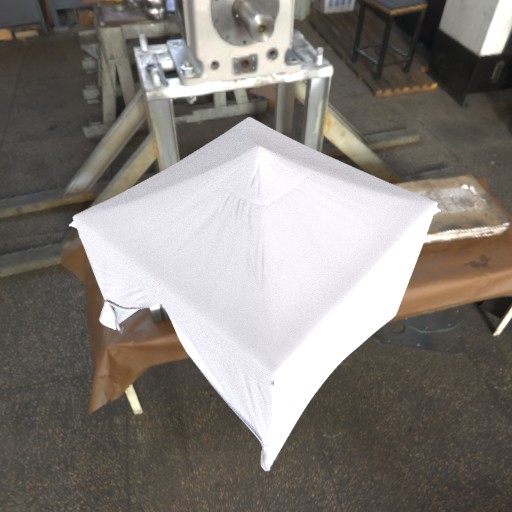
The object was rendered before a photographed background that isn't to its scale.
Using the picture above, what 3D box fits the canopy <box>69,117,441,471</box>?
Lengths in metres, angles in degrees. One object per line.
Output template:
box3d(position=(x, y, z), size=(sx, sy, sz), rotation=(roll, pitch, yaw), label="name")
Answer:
box3d(position=(0.000, 0.000, 5.395), size=(3.043, 2.997, 3.121), rotation=(33, 54, 27), label="canopy")
